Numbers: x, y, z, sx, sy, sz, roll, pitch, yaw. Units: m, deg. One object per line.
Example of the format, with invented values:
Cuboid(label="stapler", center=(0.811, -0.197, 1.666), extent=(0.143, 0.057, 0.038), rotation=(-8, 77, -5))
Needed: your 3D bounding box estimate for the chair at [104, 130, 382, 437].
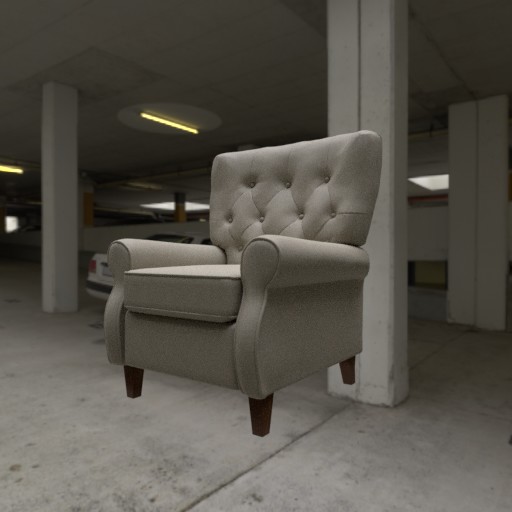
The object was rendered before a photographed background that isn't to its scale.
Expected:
Cuboid(label="chair", center=(0.000, 0.000, 1.968), extent=(0.943, 1.158, 1.059), rotation=(0, 1, 36))
